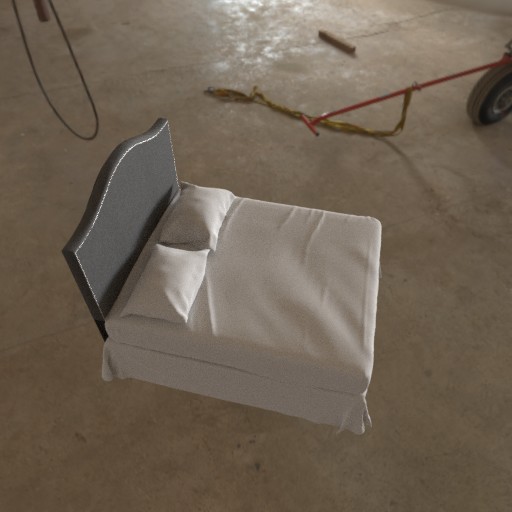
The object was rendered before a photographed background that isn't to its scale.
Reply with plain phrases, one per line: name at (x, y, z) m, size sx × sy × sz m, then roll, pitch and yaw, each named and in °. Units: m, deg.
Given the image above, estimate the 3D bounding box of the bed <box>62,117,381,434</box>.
bed at (0.000, 0.000, 3.524) m, size 2.221 × 1.645 × 1.876 m, roll 10°, pitch 49°, yaw 9°
